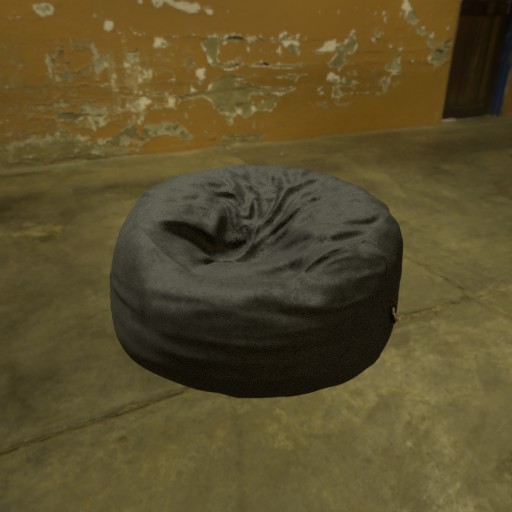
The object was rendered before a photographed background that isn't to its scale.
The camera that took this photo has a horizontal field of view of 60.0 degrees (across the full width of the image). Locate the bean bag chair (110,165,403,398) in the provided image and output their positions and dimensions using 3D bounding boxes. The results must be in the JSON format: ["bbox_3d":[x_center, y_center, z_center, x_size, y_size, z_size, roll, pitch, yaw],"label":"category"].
[{"bbox_3d":[0.000,0.000,2.372,1.525,0.751,1.525,0,26,0],"label":"bean bag chair"}]
